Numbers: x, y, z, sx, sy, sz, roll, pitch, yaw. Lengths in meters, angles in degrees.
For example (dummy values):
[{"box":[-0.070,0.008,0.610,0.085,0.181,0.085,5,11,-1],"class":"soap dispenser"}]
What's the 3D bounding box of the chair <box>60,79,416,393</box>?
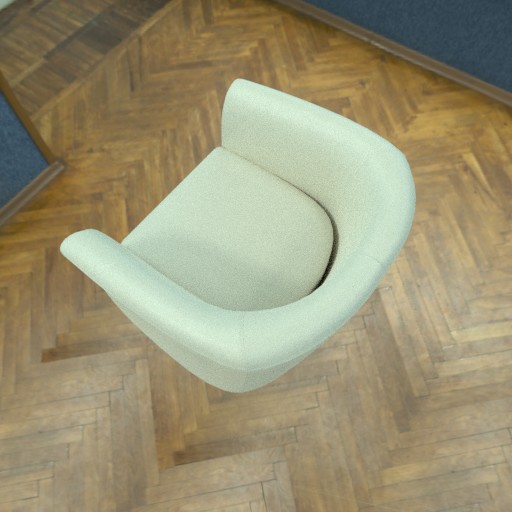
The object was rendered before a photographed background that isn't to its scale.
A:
[{"box":[0.000,0.000,1.402,0.727,0.756,0.792,34,68,16],"class":"chair"}]
